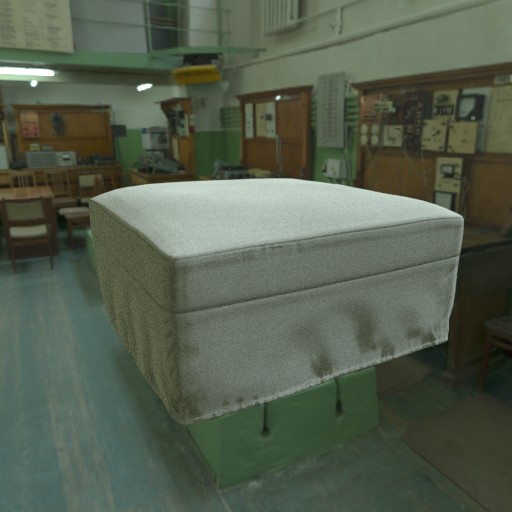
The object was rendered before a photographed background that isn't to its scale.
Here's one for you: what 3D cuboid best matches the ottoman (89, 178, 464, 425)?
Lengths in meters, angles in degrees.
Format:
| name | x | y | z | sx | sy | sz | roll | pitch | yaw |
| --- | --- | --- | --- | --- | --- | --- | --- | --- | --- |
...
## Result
| name | x | y | z | sx | sy | sz | roll | pitch | yaw |
| --- | --- | --- | --- | --- | --- | --- | --- | --- | --- |
| ottoman | 0.000 | 0.000 | 1.363 | 0.840 | 0.436 | 0.843 | -9 | 18 | -28 |
